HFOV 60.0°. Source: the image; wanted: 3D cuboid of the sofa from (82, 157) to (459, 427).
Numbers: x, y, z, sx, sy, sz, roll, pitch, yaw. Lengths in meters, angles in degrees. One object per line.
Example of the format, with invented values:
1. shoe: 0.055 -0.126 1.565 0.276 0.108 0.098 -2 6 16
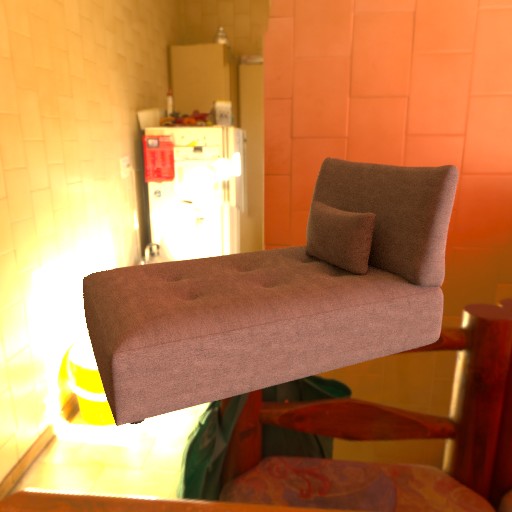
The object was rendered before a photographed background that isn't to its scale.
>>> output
1. sofa: 0.000 0.000 1.993 1.450 0.820 0.930 -7 16 -25
